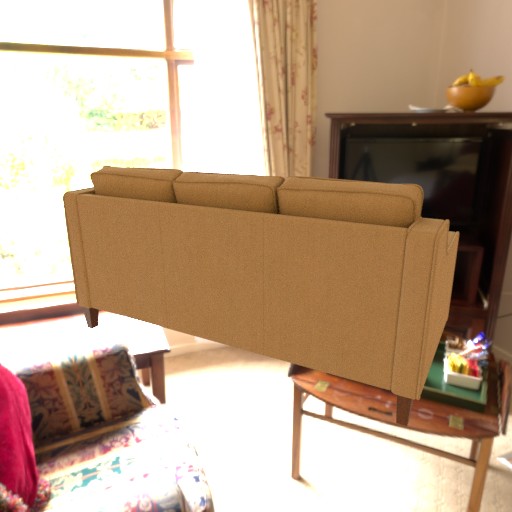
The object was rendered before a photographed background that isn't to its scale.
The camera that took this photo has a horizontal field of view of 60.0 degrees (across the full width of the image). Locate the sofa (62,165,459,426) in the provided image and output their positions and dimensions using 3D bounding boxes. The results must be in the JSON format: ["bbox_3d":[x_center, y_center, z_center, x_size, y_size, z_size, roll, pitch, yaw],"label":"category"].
[{"bbox_3d":[0.000,0.000,2.489,1.986,0.974,0.911,9,19,28],"label":"sofa"}]
